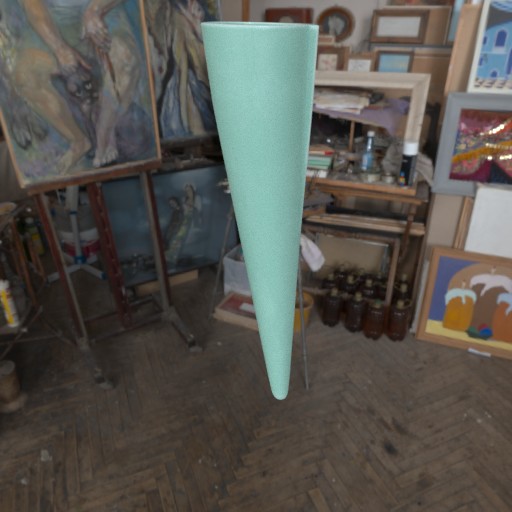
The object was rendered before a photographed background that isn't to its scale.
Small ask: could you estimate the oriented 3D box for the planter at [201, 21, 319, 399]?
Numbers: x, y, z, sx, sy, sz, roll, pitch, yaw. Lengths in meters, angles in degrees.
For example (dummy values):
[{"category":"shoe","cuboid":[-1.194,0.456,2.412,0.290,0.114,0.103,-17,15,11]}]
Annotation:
[{"category":"planter","cuboid":[0.000,0.000,0.287,0.055,0.268,0.054,-8,30,-14]}]
